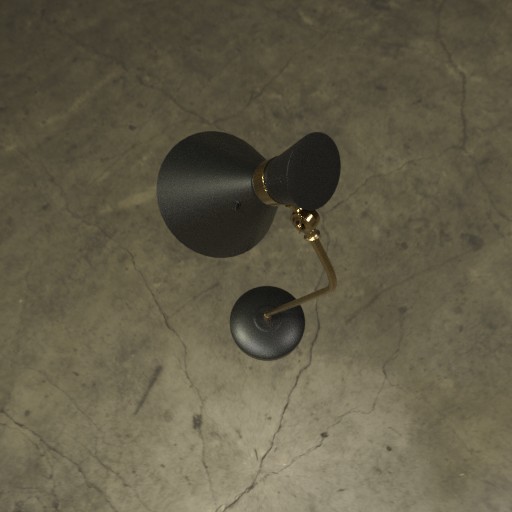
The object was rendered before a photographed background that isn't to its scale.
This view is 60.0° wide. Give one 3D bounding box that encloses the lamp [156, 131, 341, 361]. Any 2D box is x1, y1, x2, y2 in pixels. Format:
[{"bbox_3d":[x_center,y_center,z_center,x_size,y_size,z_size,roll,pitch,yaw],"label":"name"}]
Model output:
[{"bbox_3d":[0.000,0.000,0.753,0.292,0.647,0.189,35,69,15],"label":"lamp"}]
